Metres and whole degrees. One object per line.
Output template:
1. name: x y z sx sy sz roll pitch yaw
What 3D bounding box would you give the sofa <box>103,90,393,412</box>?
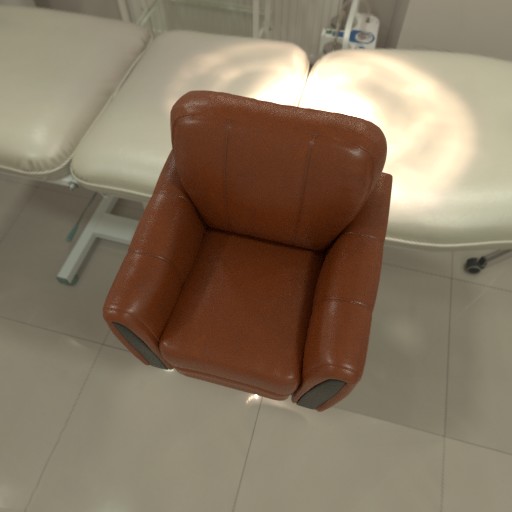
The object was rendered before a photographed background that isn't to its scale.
1. sofa: 0.000 0.000 1.541 0.836 0.876 0.789 13 59 8
